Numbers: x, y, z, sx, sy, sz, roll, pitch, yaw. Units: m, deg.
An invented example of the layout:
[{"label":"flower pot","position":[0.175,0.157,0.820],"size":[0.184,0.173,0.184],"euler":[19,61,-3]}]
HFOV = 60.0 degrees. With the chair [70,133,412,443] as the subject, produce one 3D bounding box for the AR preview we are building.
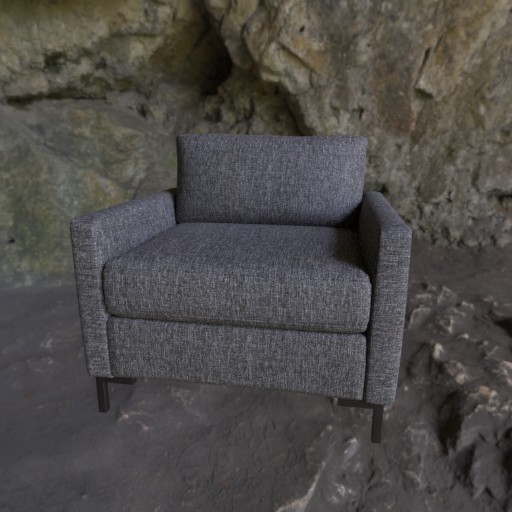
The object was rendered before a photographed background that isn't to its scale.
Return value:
[{"label":"chair","position":[0.000,0.000,1.609],"size":[0.963,0.861,0.866],"euler":[3,15,10]}]
